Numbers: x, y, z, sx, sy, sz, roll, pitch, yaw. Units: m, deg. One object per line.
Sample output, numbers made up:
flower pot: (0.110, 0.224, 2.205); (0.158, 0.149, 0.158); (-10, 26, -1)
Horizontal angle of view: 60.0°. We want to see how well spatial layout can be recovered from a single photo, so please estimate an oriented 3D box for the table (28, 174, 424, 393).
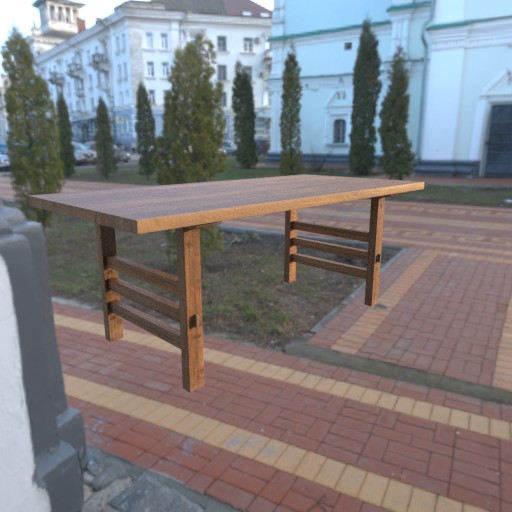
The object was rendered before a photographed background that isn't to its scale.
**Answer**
table: (0.000, 0.000, 2.480); (2.003, 0.760, 0.952); (-14, 20, -43)
